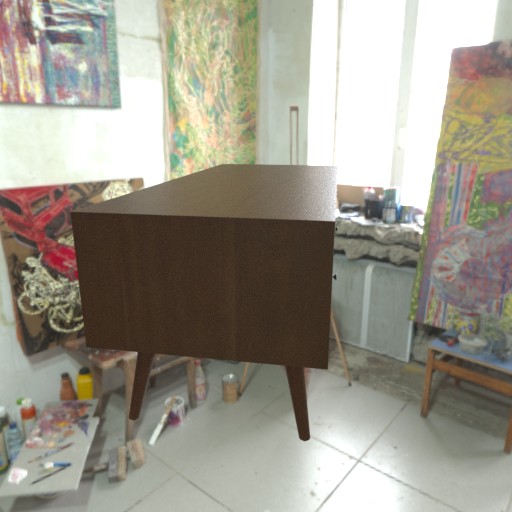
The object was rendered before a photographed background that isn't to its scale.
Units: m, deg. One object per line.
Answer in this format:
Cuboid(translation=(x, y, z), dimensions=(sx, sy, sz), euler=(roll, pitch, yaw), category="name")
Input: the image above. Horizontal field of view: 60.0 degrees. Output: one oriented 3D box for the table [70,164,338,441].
Cuboid(translation=(0.000, 0.000, 1.365), dimensions=(0.490, 0.464, 1.119), euler=(3, 16, 10), category="table")
